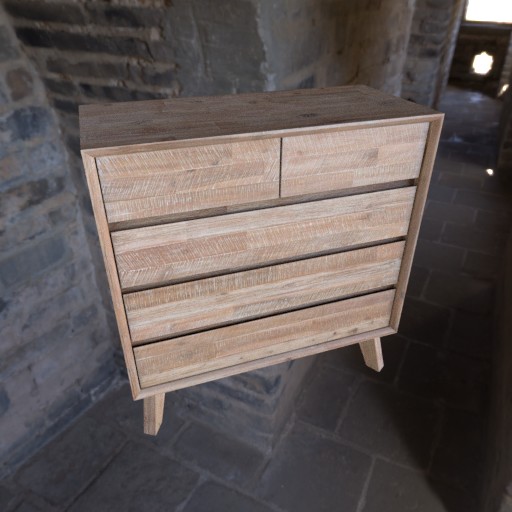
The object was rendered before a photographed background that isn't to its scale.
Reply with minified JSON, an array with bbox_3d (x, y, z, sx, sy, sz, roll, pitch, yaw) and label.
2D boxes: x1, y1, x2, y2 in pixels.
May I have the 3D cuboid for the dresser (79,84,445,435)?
[{"bbox_3d":[0.000,0.000,1.593,0.998,1.029,0.455,-10,33,-16],"label":"dresser"}]
